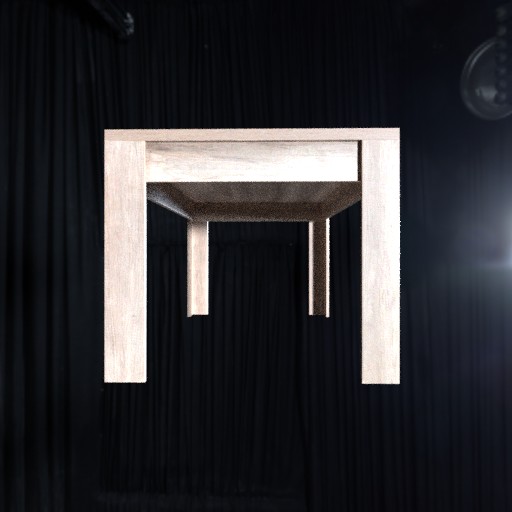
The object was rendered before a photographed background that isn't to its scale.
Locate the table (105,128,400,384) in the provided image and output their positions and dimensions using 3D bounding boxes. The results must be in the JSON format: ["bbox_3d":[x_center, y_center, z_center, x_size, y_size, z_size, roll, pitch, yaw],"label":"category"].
[{"bbox_3d":[0.000,0.000,2.151,0.900,0.775,1.600,0,0,1],"label":"table"}]
